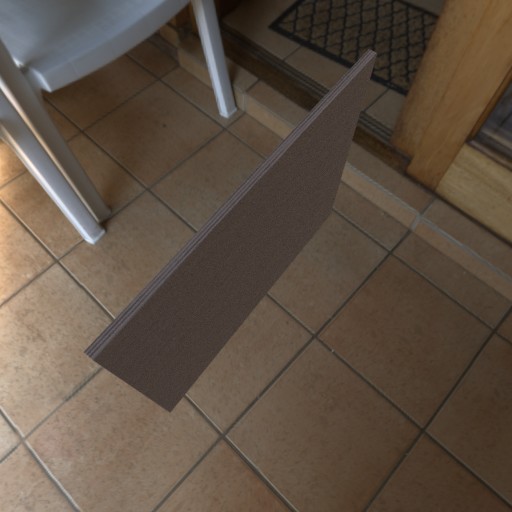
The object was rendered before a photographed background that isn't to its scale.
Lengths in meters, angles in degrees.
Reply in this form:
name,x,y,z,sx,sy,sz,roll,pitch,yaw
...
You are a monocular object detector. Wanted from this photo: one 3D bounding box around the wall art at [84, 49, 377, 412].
name,x,y,z,sx,sy,sz,roll,pitch,yaw
wall art,0.000,0.000,0.679,0.013,0.406,0.508,35,69,15
